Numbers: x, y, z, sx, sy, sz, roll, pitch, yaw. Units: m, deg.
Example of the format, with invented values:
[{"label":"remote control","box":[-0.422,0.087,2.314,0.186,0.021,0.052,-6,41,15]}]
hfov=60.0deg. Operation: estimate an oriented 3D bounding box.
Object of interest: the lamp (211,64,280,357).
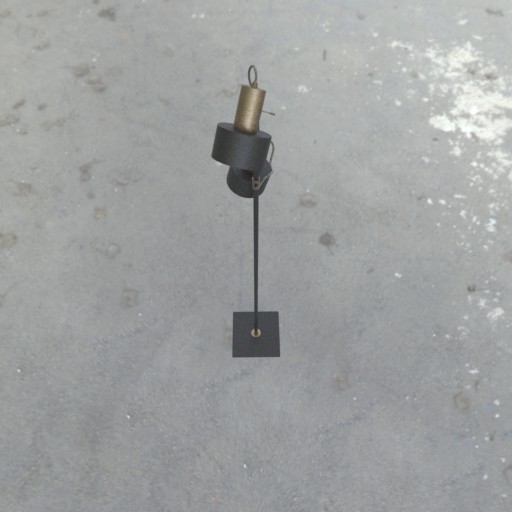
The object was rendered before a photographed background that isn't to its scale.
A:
[{"label":"lamp","box":[0.000,0.000,1.580,0.233,1.505,0.315,-1,59,0]}]
